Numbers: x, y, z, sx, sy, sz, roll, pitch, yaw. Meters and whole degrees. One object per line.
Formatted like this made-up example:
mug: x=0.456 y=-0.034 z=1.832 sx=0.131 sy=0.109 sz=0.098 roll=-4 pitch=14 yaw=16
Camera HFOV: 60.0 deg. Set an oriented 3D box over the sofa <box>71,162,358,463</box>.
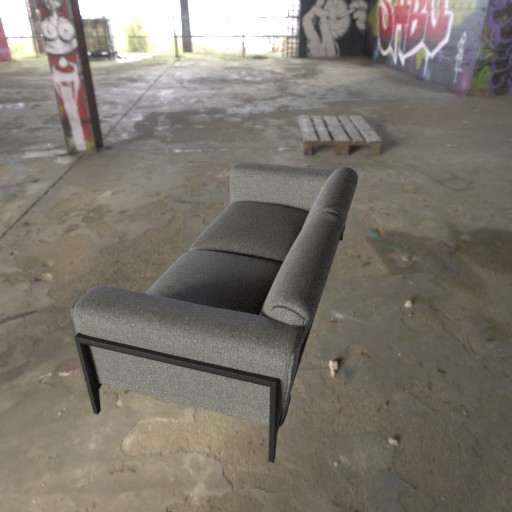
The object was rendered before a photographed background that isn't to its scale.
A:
sofa: x=0.000 y=0.000 z=2.651 sx=0.985 sy=0.703 sz=2.125 roll=9 pitch=30 yaw=15
